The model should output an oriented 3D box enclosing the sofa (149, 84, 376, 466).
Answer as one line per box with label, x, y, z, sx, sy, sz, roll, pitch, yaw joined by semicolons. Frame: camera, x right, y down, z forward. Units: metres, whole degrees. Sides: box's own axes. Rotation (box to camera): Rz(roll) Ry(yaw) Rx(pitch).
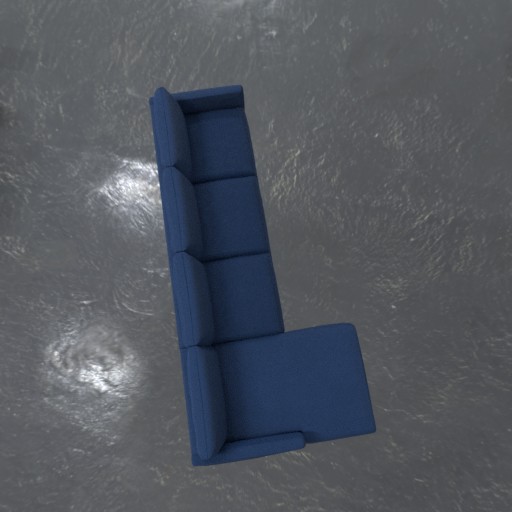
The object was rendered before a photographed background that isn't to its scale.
sofa;0.000;0.000;2.970;1.128;0.679;2.450;-9;76;-2
